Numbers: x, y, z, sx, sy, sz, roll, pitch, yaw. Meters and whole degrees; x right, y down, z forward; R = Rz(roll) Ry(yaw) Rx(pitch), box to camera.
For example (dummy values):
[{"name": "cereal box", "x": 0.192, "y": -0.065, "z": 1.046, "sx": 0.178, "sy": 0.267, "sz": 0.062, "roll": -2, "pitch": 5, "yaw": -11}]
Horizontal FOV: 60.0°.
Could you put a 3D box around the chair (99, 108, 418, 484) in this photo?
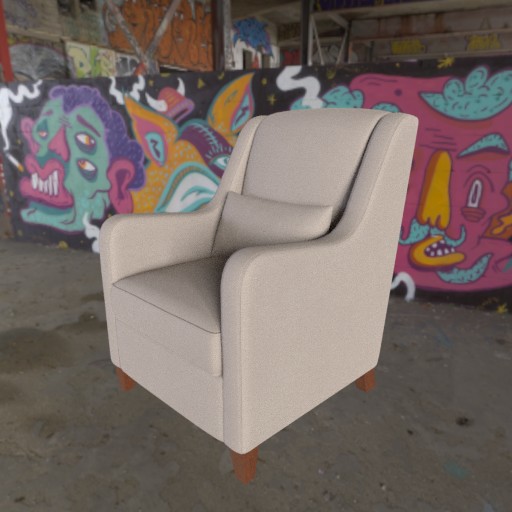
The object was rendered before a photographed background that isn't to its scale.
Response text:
[{"name": "chair", "x": 0.000, "y": 0.000, "z": 1.564, "sx": 0.715, "sy": 1.010, "sz": 0.863, "roll": 15, "pitch": 22, "yaw": 42}]
